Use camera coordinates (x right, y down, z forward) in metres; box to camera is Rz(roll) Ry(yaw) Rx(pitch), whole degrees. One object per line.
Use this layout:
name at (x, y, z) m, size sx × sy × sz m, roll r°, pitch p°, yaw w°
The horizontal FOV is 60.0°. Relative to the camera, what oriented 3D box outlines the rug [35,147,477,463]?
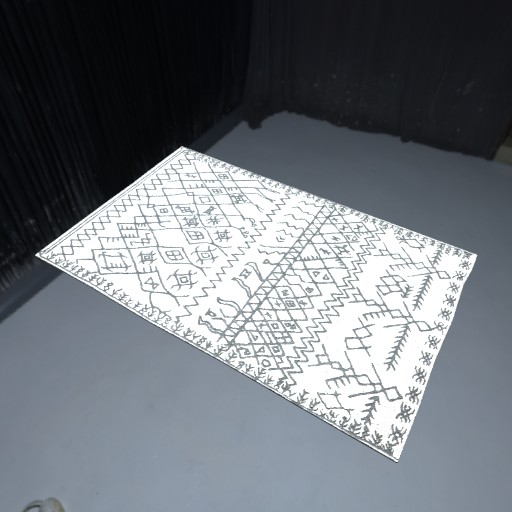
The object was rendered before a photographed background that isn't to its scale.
rug at (0.000, 0.000, 2.884) m, size 2.444 × 0.012 × 1.530 m, roll 24°, pitch 51°, yaw 22°
